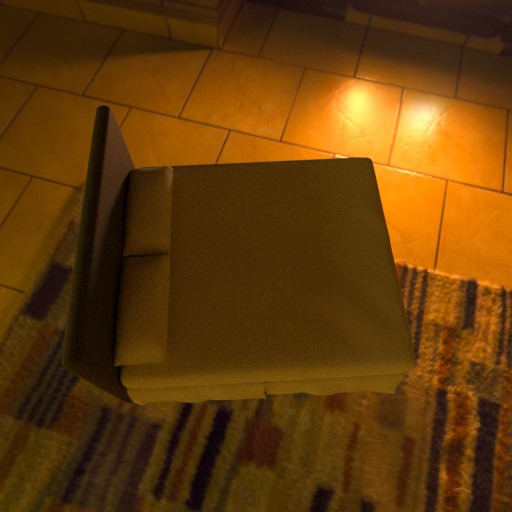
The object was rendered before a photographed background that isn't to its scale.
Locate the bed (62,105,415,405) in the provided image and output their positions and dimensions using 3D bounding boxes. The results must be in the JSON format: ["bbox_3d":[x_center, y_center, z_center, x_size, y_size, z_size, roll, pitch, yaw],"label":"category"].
[{"bbox_3d":[0.000,0.000,3.269,2.142,1.330,1.884,-3,64,-1],"label":"bed"}]
